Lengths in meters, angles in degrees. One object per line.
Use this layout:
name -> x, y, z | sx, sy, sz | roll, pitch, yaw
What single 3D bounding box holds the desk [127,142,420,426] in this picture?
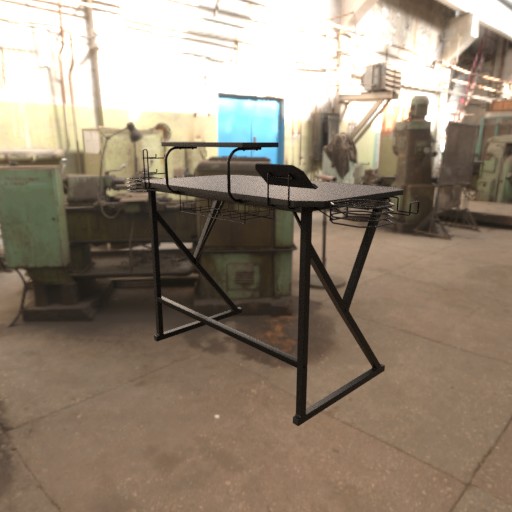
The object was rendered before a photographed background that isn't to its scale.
desk -> 0.000, 0.000, 1.771 | 0.580, 0.880, 1.290 | -13, 20, -42
